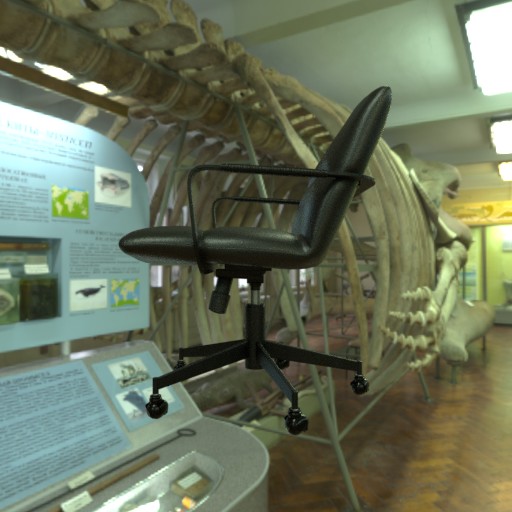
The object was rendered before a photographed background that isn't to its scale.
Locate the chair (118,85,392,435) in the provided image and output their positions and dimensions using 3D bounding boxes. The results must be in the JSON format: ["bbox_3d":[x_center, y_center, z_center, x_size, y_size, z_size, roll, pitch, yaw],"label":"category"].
[{"bbox_3d":[0.000,0.000,1.463,0.748,0.922,0.719,0,0,0],"label":"chair"}]
